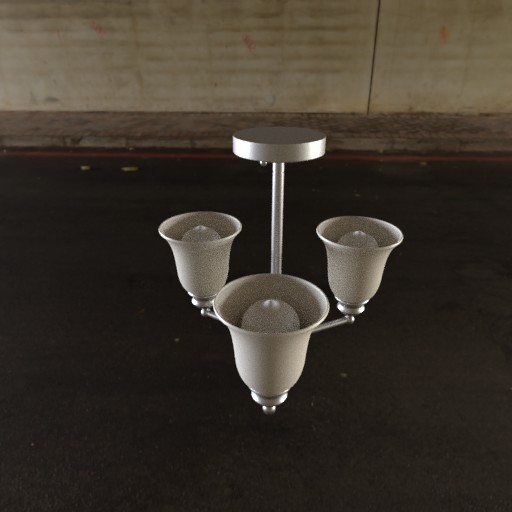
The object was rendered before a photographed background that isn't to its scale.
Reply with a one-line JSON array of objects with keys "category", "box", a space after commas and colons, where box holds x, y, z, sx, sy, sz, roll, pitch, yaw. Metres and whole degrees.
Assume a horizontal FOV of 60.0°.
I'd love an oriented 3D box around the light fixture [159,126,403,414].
[{"category": "light fixture", "box": [0.000, 0.000, 0.674, 0.354, 0.370, 0.388, 17, 31, 31]}]
